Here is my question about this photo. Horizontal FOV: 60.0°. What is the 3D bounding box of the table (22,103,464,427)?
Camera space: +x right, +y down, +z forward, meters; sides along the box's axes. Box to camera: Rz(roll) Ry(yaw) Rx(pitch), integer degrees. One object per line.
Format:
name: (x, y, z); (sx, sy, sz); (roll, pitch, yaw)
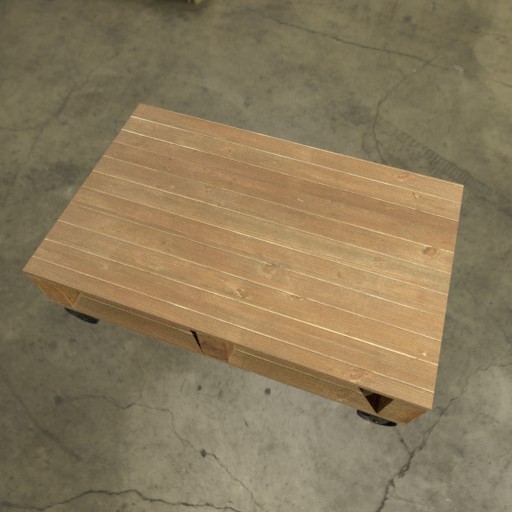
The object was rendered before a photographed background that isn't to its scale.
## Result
table: (0.000, 0.000, 1.687); (1.299, 0.413, 0.827); (17, 61, 10)
